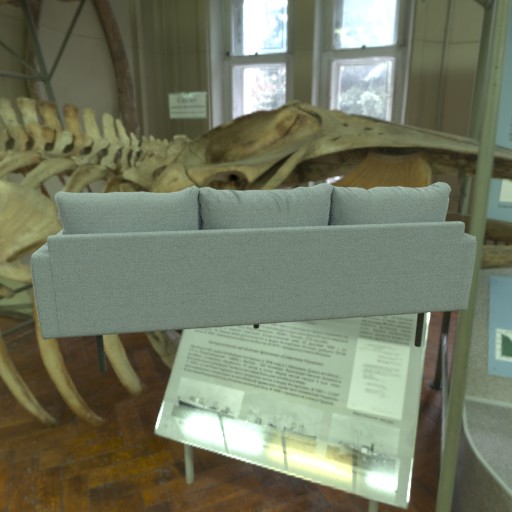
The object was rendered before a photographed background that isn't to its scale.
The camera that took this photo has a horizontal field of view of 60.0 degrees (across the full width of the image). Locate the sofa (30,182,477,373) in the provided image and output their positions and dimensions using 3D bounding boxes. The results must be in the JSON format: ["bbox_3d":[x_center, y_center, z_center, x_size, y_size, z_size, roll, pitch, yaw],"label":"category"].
[{"bbox_3d":[0.000,0.000,2.383,2.000,0.830,0.850,-3,16,-9],"label":"sofa"}]
